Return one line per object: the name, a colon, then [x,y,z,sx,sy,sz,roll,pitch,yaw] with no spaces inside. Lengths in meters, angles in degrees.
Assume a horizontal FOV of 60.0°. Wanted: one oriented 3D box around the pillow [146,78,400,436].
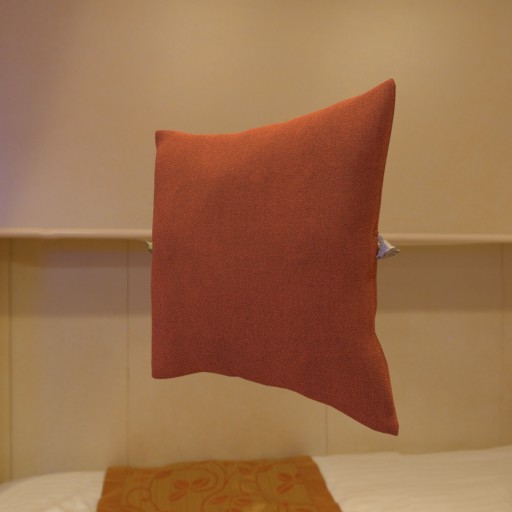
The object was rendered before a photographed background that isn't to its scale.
pillow: [0.000,0.000,0.744,0.490,0.482,0.165,0,1,35]
